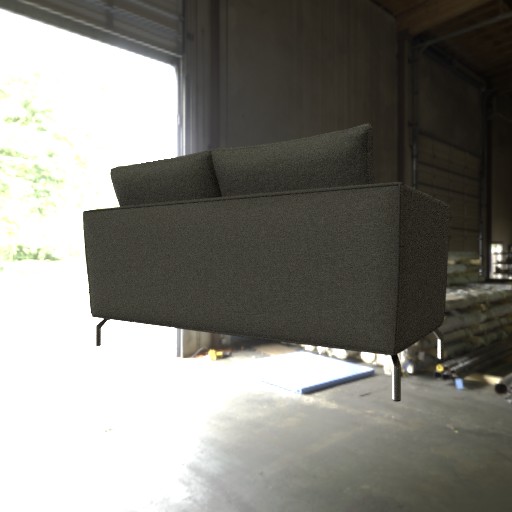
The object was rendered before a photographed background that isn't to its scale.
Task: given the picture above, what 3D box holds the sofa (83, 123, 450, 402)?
[{"bbox_3d":[0.000,0.000,2.113,1.594,0.924,0.803,0,0,34],"label":"sofa"}]
